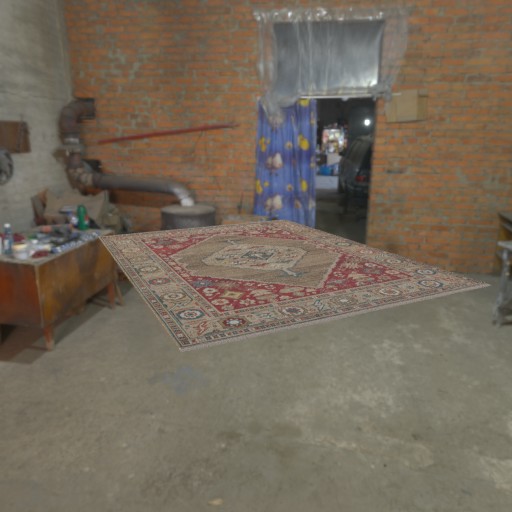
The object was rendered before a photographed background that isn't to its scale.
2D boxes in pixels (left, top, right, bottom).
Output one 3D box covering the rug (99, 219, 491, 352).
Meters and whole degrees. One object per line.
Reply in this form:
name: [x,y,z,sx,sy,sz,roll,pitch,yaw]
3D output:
rug: [0.000,0.000,4.204,2.451,0.008,3.143,-7,17,-26]
